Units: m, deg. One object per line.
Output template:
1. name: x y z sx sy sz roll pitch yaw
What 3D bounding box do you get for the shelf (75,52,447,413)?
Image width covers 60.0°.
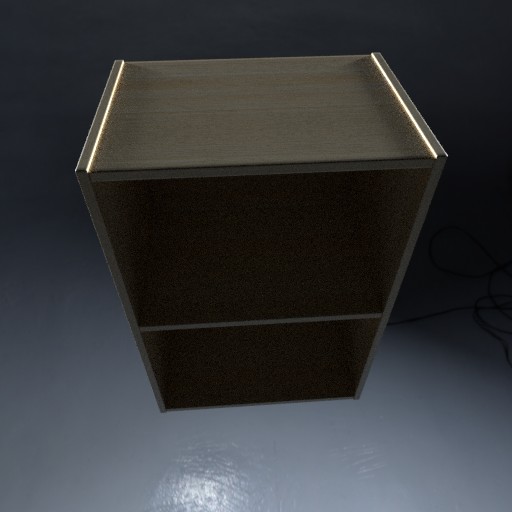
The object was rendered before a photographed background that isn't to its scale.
1. shelf: 0.000 0.000 0.799 0.414 0.592 0.290 -3 46 -3
